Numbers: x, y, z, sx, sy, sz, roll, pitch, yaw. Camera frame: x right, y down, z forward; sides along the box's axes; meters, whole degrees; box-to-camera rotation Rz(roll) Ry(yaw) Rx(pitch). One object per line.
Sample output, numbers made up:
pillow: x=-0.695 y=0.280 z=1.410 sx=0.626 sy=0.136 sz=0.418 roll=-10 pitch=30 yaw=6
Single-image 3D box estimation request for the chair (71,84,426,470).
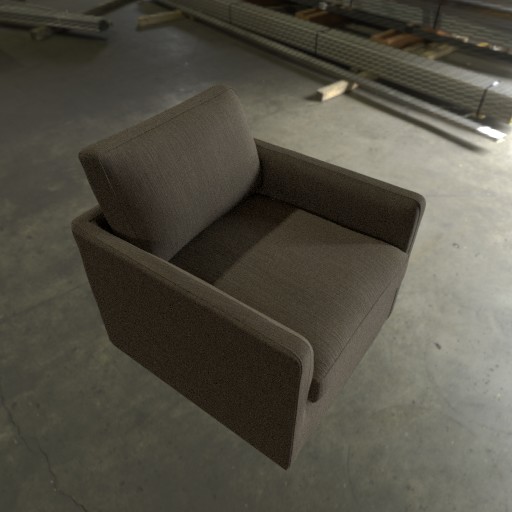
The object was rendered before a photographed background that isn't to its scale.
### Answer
chair: x=0.000 y=0.000 z=1.451 sx=0.834 sy=0.811 sz=0.763 roll=26 pitch=48 yaw=26
